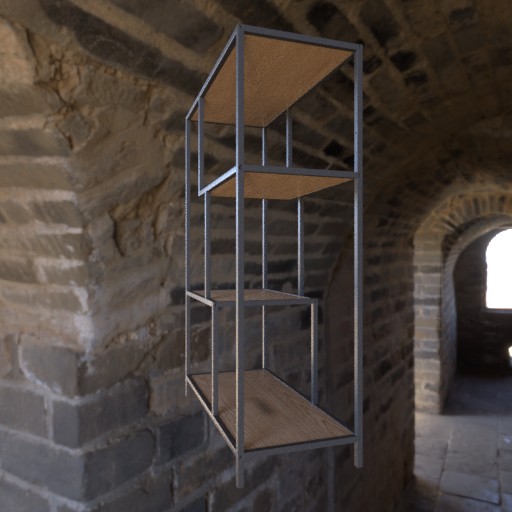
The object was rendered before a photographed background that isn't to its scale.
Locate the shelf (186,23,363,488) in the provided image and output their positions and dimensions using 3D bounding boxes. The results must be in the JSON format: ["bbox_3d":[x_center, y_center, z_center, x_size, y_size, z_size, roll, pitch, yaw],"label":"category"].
[{"bbox_3d":[0.000,0.000,1.505,0.350,1.138,0.770,0,0,-18],"label":"shelf"}]
